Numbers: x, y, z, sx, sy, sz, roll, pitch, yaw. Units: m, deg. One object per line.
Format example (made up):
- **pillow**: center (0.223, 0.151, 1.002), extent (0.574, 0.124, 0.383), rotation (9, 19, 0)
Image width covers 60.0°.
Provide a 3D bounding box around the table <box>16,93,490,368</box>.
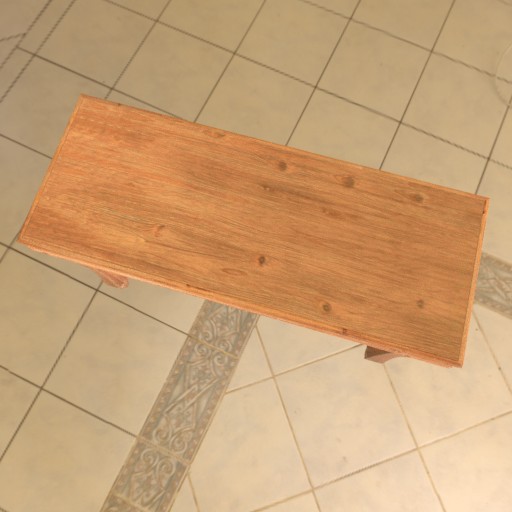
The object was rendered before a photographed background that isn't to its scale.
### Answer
- **table**: center (0.000, 0.000, 1.748), extent (1.330, 0.873, 0.522), rotation (15, 76, 4)
